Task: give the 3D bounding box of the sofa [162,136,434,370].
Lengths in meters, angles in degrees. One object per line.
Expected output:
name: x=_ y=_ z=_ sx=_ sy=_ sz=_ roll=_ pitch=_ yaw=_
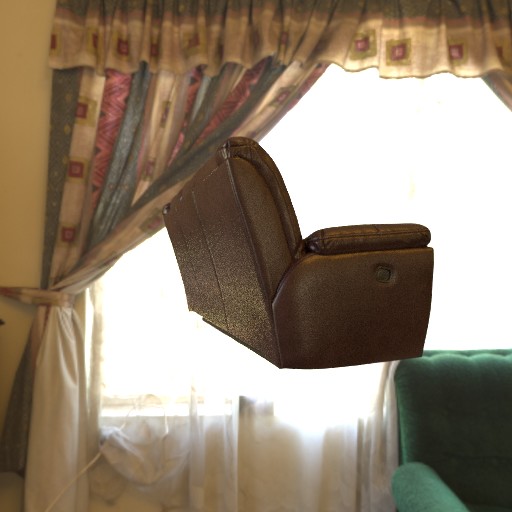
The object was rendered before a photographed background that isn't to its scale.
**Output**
sofa: x=0.000 y=0.000 z=2.895 sx=0.991 sy=1.043 sz=2.337 roll=0 pitch=-1 yaw=-18
